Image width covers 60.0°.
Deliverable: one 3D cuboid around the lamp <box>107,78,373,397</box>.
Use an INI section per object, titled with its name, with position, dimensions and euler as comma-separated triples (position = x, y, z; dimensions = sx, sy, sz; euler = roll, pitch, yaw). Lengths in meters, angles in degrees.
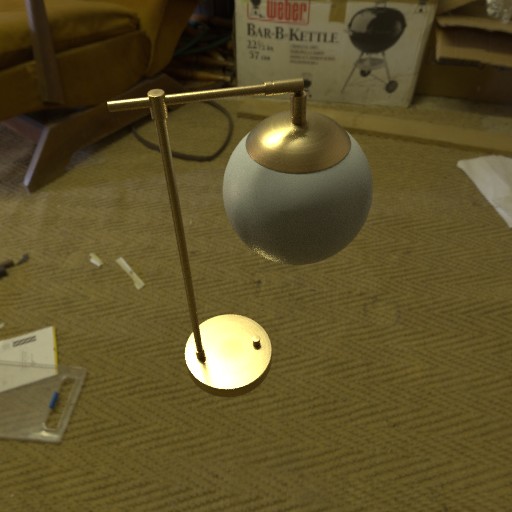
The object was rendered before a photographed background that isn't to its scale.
[lamp]
position = 0.000, 0.000, 0.693
dimensions = 0.324, 0.559, 0.207
euler = -10, 47, -10
